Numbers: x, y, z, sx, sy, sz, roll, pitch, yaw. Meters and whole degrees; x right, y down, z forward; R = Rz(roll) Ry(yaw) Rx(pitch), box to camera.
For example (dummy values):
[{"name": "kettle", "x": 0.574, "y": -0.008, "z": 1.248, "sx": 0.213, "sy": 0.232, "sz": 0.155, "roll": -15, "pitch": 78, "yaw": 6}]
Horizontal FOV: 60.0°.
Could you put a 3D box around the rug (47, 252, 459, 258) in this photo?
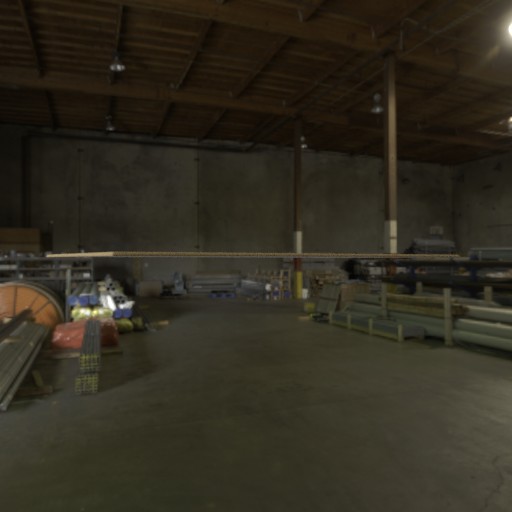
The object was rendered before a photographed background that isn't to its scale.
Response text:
[{"name": "rug", "x": 0.000, "y": 0.000, "z": 2.110, "sx": 1.667, "sy": 0.013, "sz": 1.062, "roll": 0, "pitch": 0, "yaw": -34}]
